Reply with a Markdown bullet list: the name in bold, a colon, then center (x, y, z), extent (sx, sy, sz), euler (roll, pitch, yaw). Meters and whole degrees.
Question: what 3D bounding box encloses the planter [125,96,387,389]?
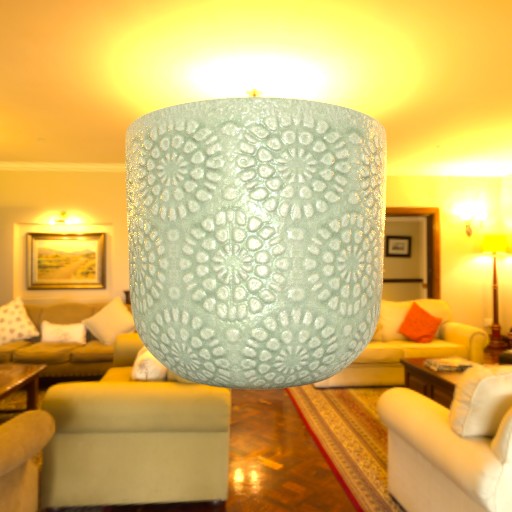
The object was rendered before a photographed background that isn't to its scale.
- **planter**: center (0.000, 0.000, 0.298), extent (0.169, 0.153, 0.169), euler (0, -1, 0)
